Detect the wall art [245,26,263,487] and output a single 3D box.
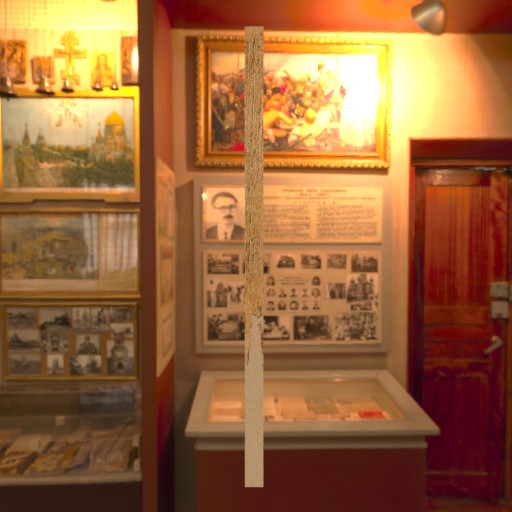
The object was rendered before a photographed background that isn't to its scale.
[{"bbox_3d":[0.000,0.000,1.180,0.039,0.911,0.607,0,1,0],"label":"wall art"}]
